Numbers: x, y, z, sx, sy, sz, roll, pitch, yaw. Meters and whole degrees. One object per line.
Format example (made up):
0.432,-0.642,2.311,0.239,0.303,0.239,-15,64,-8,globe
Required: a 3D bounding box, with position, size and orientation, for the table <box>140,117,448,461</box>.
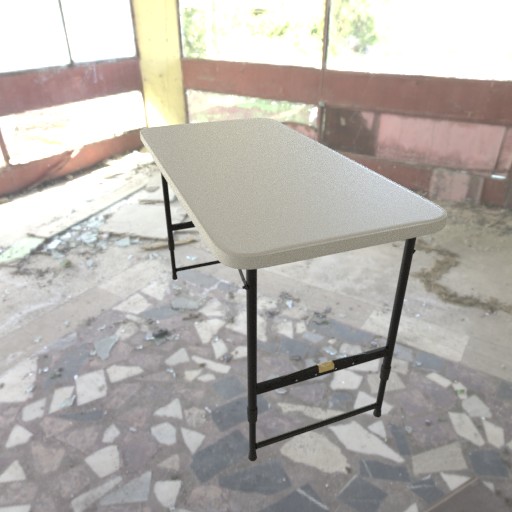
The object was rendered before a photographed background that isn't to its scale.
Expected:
0.000,0.000,1.664,0.610,0.737,1.219,-11,31,-19,table
